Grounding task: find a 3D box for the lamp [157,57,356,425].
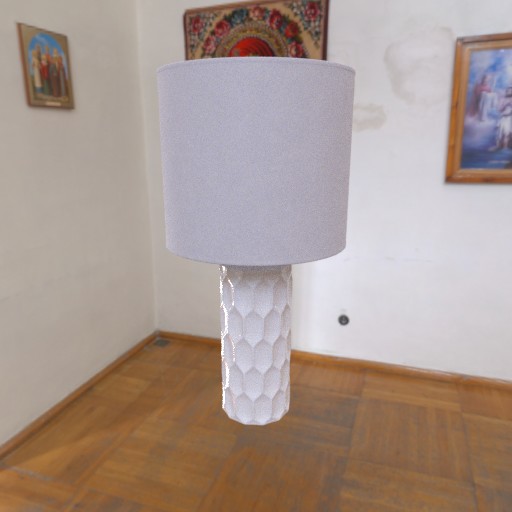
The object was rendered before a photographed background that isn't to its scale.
[{"bbox_3d":[0.000,0.000,0.699,0.277,0.537,0.277,-7,17,-25],"label":"lamp"}]
